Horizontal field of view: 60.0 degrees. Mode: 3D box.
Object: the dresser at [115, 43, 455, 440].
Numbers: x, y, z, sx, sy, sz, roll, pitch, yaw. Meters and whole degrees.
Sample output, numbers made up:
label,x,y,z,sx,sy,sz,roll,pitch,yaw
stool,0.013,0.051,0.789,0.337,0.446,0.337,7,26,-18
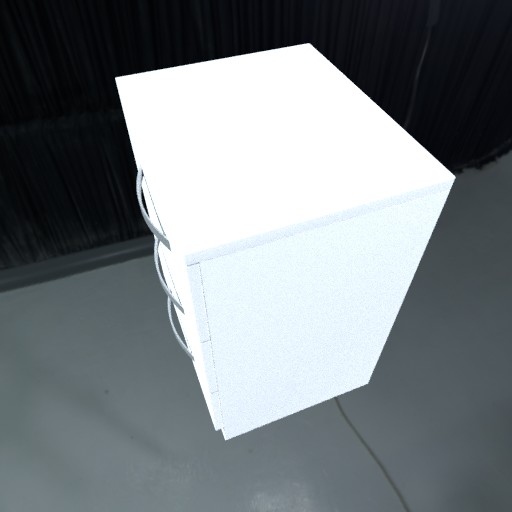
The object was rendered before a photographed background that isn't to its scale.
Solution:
label,x,y,z,sx,sy,sz,roll,pitch,yaw
dresser,0.000,0.000,0.823,0.360,0.560,0.400,-17,51,-14
